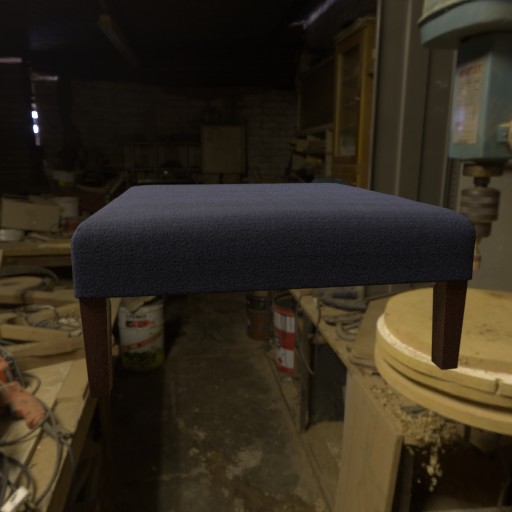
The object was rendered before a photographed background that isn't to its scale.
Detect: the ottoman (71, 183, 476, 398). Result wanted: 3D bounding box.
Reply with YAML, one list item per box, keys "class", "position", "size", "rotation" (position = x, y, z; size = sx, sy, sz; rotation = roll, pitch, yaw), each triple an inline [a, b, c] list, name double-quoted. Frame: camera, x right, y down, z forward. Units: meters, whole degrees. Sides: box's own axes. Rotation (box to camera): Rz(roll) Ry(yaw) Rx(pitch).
- class: "ottoman"
  position: [0.000, 0.000, 1.395]
  size: [0.890, 0.411, 0.889]
  rotation: [-2, 14, -9]
